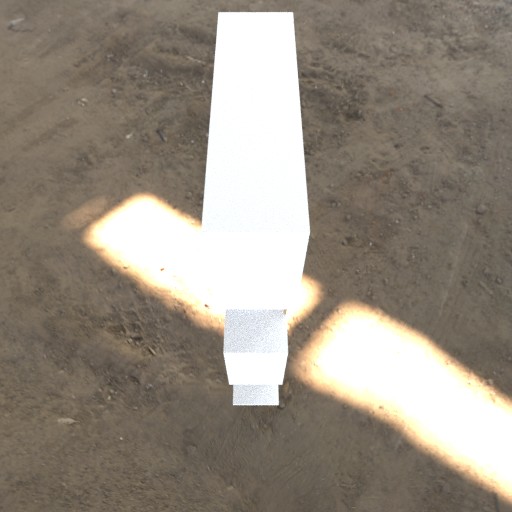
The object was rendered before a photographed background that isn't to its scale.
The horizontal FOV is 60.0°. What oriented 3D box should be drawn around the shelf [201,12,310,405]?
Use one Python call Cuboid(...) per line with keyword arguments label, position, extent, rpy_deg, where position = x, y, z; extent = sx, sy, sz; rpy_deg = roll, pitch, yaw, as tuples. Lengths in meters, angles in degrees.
Cuboid(label="shelf", position=(0.000, 0.000, 1.945), extent=(0.250, 1.650, 0.890), rpy_deg=(0, 58, 0))
